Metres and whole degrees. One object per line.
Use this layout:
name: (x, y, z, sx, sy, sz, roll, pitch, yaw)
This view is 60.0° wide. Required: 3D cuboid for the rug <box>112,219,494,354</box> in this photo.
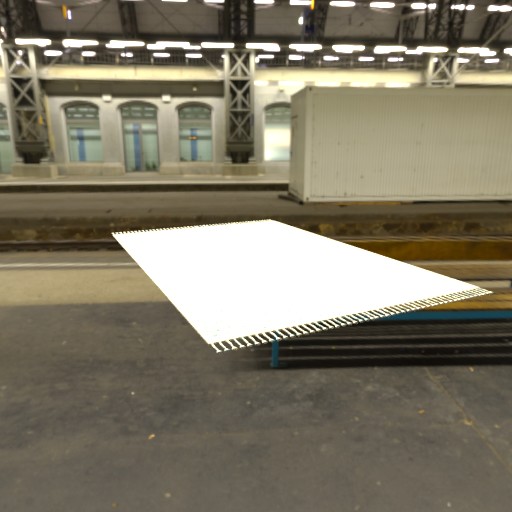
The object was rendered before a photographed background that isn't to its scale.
rug: (0.000, 0.000, 3.009, 1.524, 0.010, 2.438, -7, 16, -25)
